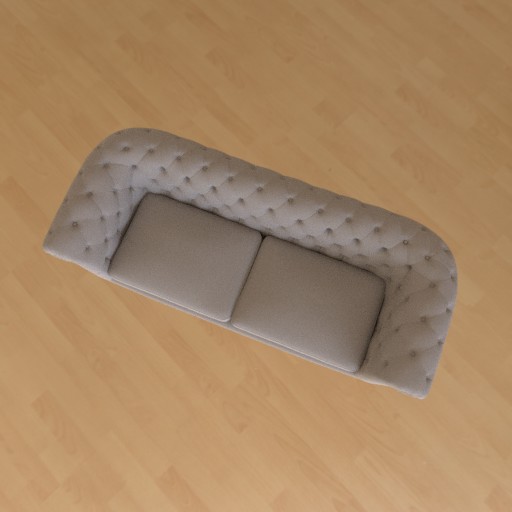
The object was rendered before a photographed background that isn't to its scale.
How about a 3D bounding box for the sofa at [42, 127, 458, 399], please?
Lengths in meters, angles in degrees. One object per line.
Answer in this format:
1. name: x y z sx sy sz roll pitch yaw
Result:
1. sofa: 0.000 0.000 2.892 2.411 0.749 0.991 21 77 5
